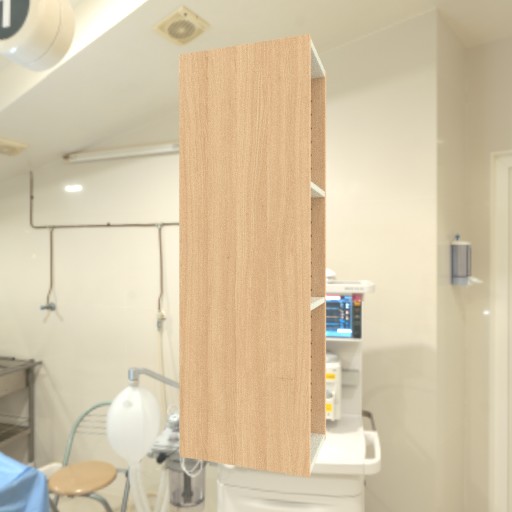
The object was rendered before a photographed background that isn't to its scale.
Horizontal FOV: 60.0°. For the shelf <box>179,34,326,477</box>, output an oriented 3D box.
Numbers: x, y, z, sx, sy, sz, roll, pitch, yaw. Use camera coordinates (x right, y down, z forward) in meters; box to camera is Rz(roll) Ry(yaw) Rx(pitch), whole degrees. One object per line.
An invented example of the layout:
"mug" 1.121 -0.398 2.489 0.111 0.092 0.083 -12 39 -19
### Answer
"shelf" 0.000 0.000 1.019 0.290 0.882 0.197 0 0 19
